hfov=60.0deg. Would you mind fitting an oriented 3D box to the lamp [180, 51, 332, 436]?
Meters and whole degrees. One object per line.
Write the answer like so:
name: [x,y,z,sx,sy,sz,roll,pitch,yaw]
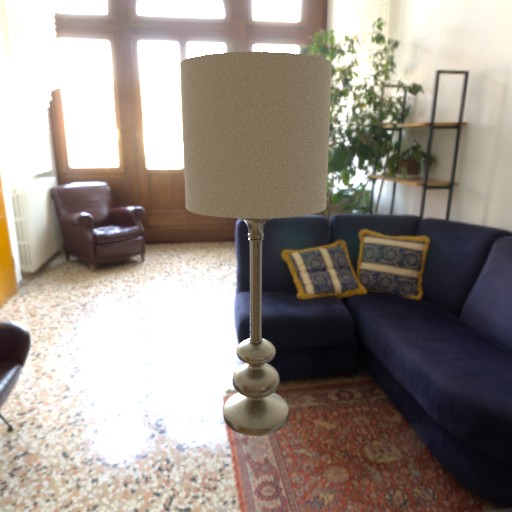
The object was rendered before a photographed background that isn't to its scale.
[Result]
lamp: [0.000,0.000,0.834,0.254,0.690,0.254,-14,20,-43]
